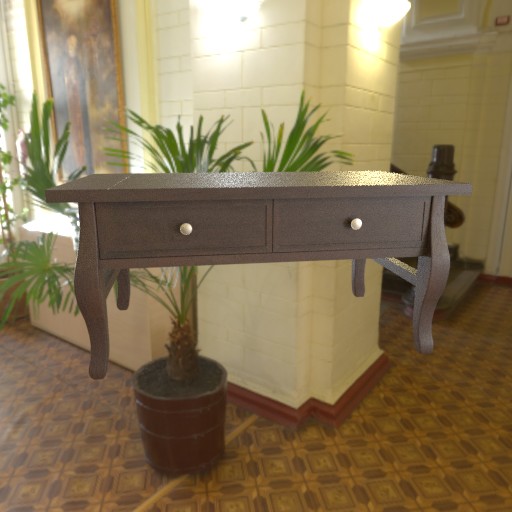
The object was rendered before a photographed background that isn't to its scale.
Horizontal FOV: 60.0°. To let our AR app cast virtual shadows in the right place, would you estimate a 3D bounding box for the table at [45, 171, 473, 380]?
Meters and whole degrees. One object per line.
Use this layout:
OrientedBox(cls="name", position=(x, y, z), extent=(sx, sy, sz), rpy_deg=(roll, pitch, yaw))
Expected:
OrientedBox(cls="table", position=(0.000, 0.000, 1.422), extent=(1.062, 0.494, 0.600), rpy_deg=(-2, 14, -9))
